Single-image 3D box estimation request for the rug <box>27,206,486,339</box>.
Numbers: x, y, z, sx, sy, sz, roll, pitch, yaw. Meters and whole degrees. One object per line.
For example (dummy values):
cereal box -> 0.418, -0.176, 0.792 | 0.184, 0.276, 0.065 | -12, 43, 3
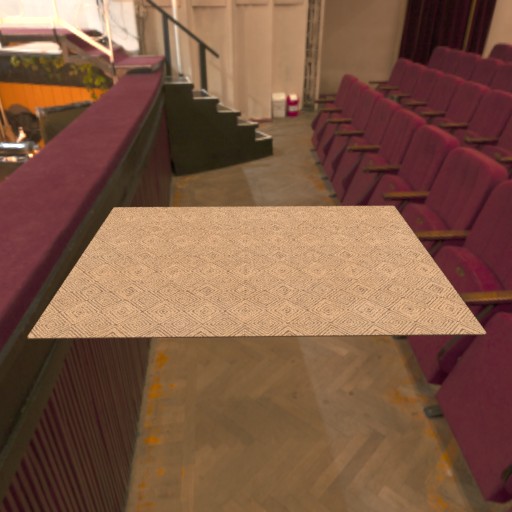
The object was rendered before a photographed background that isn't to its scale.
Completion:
rug -> 0.000, 0.000, 2.849 | 2.238, 0.008, 1.593 | 0, 29, -1
